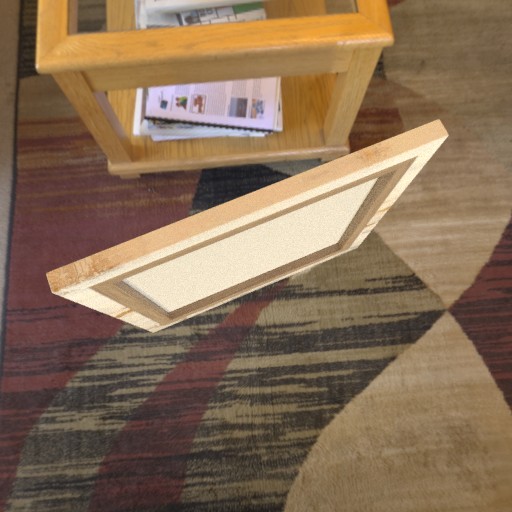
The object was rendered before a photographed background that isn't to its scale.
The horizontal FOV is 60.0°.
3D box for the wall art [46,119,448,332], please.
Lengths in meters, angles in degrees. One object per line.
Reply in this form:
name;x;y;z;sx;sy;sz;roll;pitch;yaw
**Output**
wall art;0.000;0.000;1.144;0.753;0.755;0.038;-22;76;-6
